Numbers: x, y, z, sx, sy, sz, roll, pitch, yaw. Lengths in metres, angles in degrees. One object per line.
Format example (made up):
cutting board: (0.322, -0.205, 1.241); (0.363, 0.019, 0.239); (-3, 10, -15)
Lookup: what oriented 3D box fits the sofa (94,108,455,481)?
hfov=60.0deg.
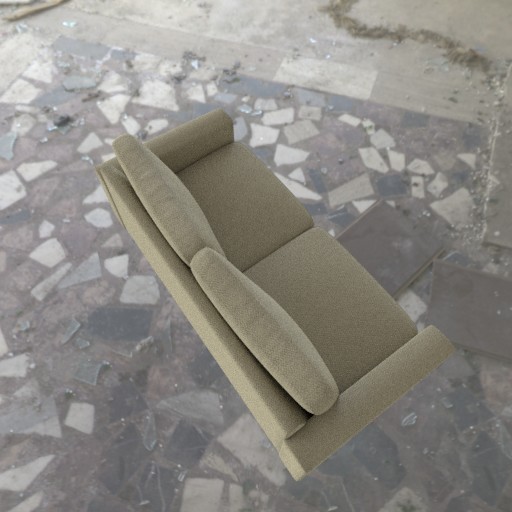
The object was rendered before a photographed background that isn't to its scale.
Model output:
sofa: (0.000, 0.000, 2.639); (1.016, 0.873, 2.179); (-32, 64, -17)
